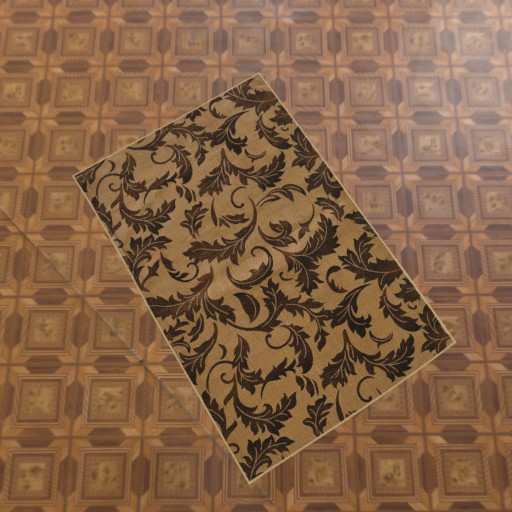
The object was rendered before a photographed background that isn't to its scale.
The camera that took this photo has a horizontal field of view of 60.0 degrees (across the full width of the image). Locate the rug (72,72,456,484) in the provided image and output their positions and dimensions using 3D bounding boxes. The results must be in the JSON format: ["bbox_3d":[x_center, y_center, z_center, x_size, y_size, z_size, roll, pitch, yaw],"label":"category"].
[{"bbox_3d":[0.000,0.000,2.879,1.522,0.008,2.284,-32,78,-7],"label":"rug"}]
